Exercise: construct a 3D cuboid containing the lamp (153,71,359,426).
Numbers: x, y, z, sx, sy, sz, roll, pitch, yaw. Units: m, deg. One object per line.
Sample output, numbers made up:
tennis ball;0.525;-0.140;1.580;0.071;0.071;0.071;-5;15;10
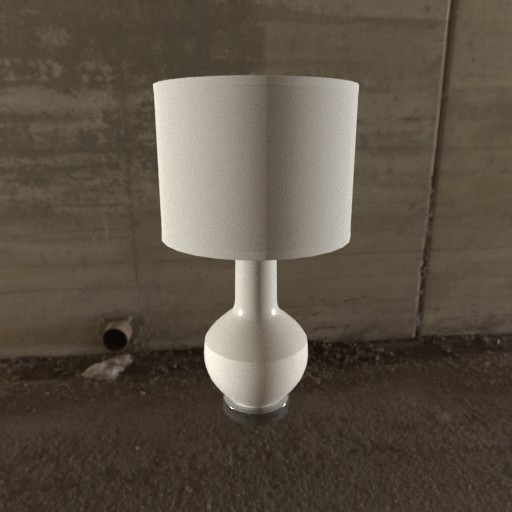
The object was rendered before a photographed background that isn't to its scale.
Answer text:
lamp;0.000;0.000;0.868;0.357;0.673;0.357;-15;22;-41
